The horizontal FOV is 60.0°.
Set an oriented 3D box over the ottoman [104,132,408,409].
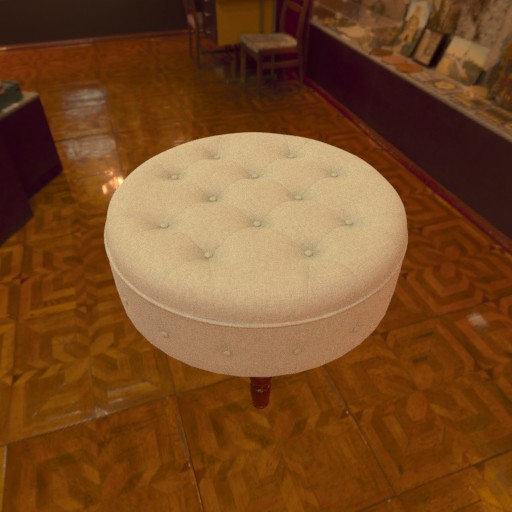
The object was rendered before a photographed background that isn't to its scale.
[{"bbox_3d":[0.000,0.000,1.386,0.849,0.478,0.849,0,41,0],"label":"ottoman"}]
